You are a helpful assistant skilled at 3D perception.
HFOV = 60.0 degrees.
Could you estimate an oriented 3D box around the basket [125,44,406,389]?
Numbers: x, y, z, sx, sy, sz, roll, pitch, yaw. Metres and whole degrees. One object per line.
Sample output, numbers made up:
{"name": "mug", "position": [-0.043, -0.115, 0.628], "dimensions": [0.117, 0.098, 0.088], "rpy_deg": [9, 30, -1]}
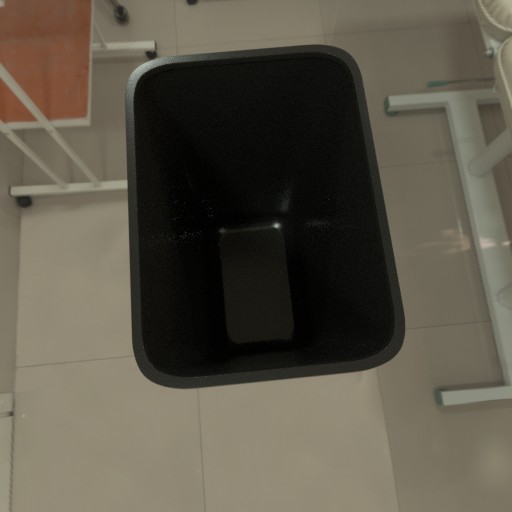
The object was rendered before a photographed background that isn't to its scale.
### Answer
{"name": "basket", "position": [0.000, 0.000, 0.748], "dimensions": [0.287, 0.521, 0.394], "rpy_deg": [-5, 76, -1]}
